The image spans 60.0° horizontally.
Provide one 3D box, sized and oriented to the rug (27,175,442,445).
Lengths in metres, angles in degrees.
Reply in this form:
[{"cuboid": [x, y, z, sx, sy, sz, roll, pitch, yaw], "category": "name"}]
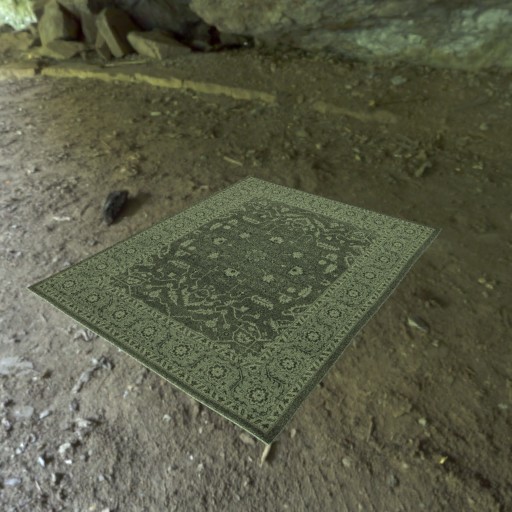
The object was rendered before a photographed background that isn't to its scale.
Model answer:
[{"cuboid": [0.000, 0.000, 4.074, 2.451, 0.026, 3.069, 21, 38, 30], "category": "rug"}]
